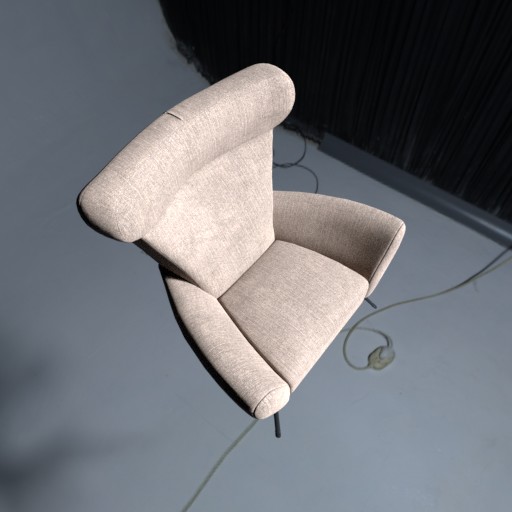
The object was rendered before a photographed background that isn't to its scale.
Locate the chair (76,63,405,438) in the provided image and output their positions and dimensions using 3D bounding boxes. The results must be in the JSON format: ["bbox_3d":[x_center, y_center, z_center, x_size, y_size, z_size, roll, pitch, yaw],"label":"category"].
[{"bbox_3d":[0.000,0.000,1.774,0.900,1.040,0.980,34,63,20],"label":"chair"}]
